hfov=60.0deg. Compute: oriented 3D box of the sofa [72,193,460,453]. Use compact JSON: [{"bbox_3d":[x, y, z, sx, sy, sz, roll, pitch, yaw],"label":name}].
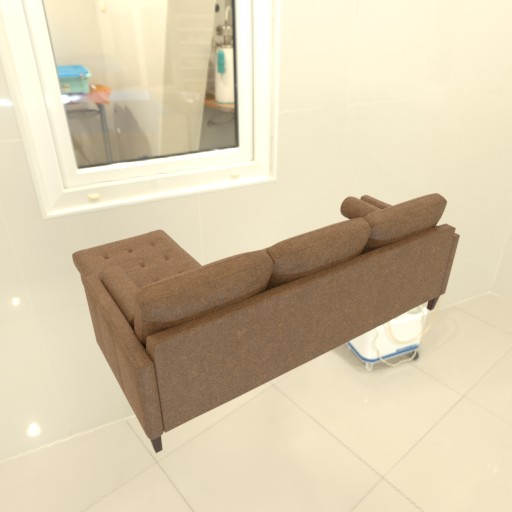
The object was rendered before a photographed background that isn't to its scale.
[{"bbox_3d":[0.000,0.000,2.947,2.178,0.876,1.506,-18,35,-29],"label":"sofa"}]
